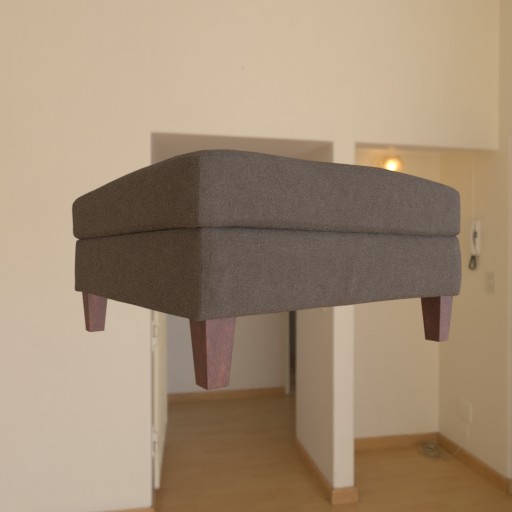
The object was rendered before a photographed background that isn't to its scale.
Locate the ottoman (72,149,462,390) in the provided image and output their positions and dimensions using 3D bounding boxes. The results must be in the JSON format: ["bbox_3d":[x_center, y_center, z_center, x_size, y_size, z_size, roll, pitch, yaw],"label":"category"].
[{"bbox_3d":[0.000,0.000,1.355,0.881,0.482,0.861,0,0,-36],"label":"ottoman"}]
